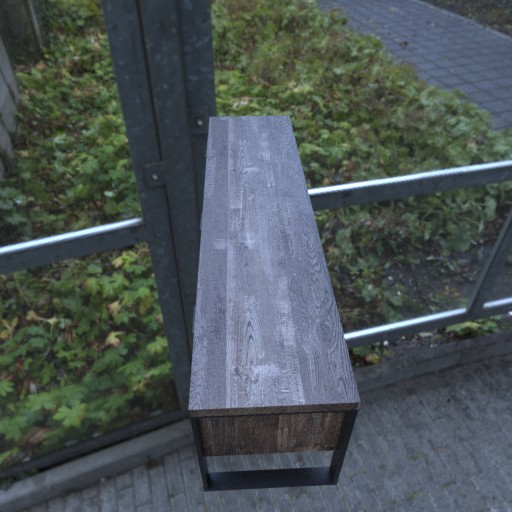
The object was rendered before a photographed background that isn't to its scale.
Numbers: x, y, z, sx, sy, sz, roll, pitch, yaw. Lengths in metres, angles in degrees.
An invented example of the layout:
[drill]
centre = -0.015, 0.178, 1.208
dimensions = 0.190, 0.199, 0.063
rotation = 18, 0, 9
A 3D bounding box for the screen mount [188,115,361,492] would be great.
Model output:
[screen mount]
centre = 0.000, 0.000, 1.704
dimensions = 0.395, 0.450, 1.524
rotation = -2, 41, -2
